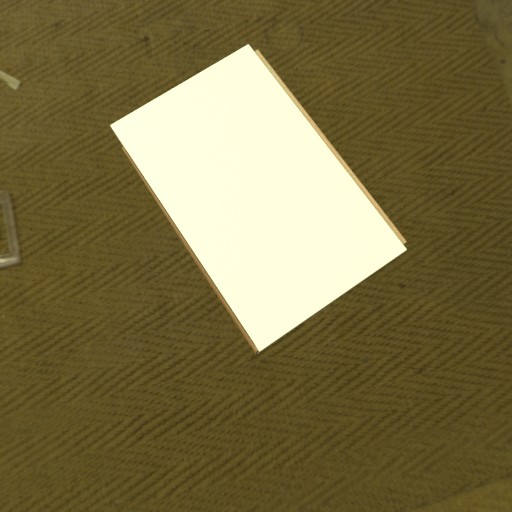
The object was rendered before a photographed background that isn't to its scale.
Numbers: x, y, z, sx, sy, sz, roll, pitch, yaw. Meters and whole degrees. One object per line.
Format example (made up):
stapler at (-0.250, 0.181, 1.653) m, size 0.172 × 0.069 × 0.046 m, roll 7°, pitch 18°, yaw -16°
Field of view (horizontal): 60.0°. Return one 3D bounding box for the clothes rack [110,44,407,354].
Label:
clothes rack at (0.000, 0.000, 1.382) m, size 0.331 × 1.187 × 0.500 m, roll -33°, pitch 79°, yaw -7°
